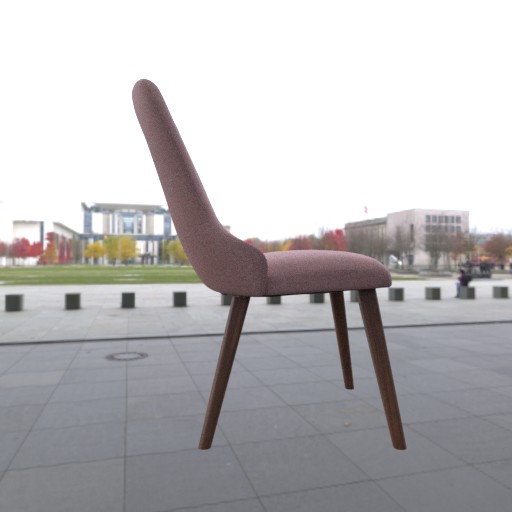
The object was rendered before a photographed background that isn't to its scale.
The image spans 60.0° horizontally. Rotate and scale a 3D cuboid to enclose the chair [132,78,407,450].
[{"bbox_3d":[0.000,0.000,1.296,0.707,0.918,0.535,0,-1,-1],"label":"chair"}]
